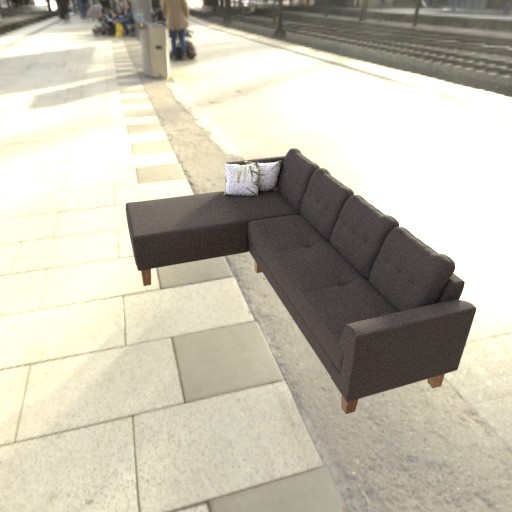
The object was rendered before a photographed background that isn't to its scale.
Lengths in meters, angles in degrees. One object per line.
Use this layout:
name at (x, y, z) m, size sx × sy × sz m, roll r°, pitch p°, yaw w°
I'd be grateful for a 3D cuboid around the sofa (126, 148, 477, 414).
sofa at (0.000, 0.000, 3.532) m, size 1.829 × 0.932 × 2.679 m, roll -10°, pitch 32°, yaw -16°
